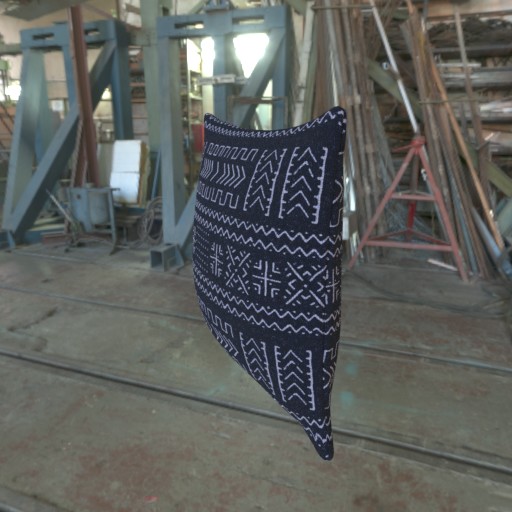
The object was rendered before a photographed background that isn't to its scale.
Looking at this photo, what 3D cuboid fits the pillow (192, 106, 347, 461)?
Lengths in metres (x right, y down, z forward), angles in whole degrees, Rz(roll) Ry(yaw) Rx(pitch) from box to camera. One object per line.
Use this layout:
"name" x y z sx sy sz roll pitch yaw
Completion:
"pillow" 0.000 0.000 0.682 0.164 0.430 0.438 -7 18 -23
